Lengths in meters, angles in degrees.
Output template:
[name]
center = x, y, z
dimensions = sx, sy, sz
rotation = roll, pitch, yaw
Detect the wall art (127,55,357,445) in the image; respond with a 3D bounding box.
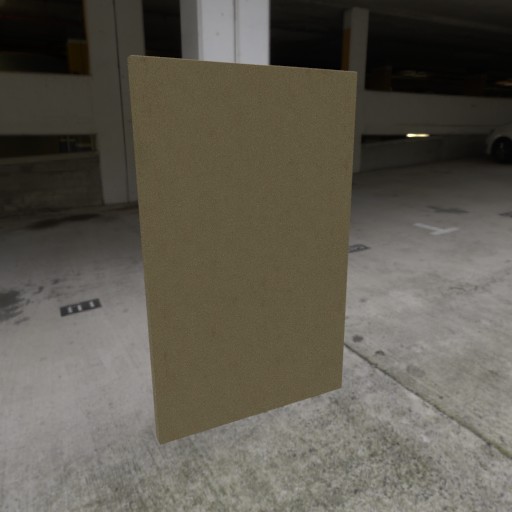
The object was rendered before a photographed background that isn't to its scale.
[wall art]
center = 0.000, 0.000, 1.016
dimensions = 0.510, 0.810, 0.039
rotation = -8, 17, -26
